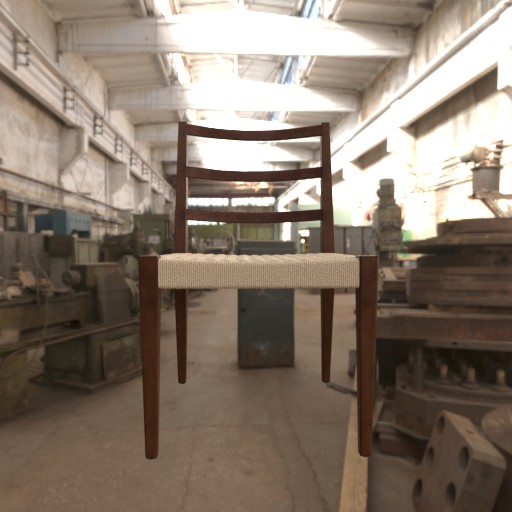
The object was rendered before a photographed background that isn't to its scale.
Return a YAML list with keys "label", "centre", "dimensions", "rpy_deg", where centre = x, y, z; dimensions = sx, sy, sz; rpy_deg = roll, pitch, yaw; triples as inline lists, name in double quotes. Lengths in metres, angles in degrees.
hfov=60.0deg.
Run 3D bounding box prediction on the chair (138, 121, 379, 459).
- label: "chair"
  centre: [0.000, 0.000, 1.153]
  dimensions: [0.480, 0.813, 0.551]
  rpy_deg: [0, 2, -1]
